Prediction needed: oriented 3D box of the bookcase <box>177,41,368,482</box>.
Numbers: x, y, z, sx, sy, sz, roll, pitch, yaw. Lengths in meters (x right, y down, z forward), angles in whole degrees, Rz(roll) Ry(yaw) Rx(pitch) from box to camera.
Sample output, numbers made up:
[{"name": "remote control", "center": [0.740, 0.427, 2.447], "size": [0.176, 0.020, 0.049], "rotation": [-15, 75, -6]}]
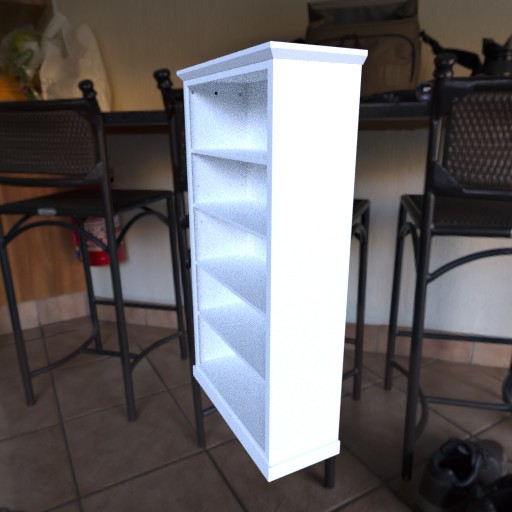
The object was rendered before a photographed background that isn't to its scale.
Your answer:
[{"name": "bookcase", "center": [0.000, 0.000, 2.334], "size": [0.432, 1.880, 1.050], "rotation": [-8, 19, -26]}]
